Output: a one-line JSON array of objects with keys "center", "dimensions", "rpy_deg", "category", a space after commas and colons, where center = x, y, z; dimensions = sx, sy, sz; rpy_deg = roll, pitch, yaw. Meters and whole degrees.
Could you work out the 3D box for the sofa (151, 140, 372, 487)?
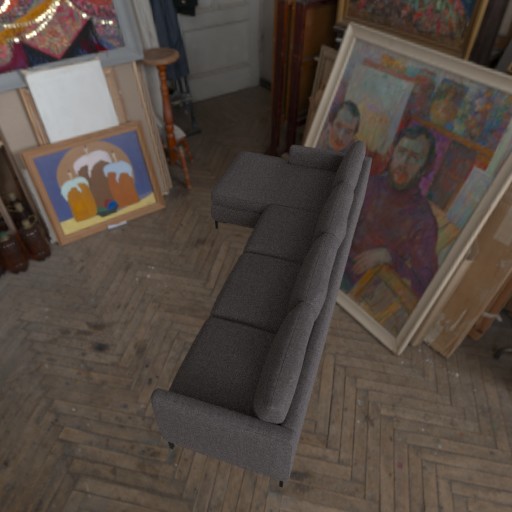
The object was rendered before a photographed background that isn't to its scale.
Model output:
[{"center": [0.000, 0.000, 3.210], "dimensions": [1.258, 0.754, 2.731], "rpy_deg": [13, 44, 13], "category": "sofa"}]
